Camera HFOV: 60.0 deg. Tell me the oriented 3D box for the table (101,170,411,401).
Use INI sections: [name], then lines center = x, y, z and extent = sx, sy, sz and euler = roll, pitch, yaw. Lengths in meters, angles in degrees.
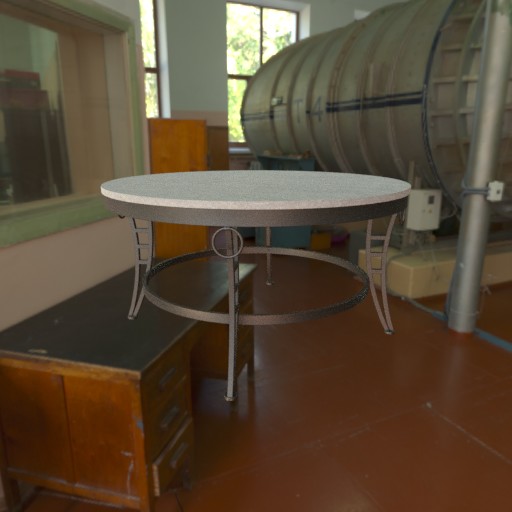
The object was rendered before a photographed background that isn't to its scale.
[table]
center = 0.000, 0.000, 1.401
extent = 0.889, 0.470, 0.889
euler = 0, 15, 0
